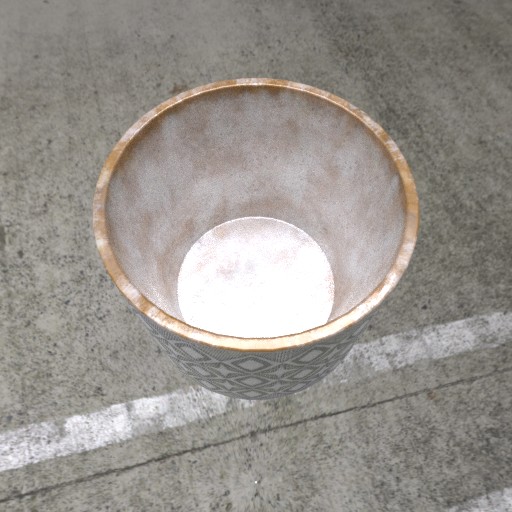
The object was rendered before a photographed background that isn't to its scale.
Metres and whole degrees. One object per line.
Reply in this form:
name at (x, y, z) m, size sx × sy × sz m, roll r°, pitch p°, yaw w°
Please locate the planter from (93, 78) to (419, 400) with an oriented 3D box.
planter at (0.000, 0.000, 0.447) m, size 0.255 × 0.223 × 0.255 m, roll 0°, pitch 63°, yaw 0°
